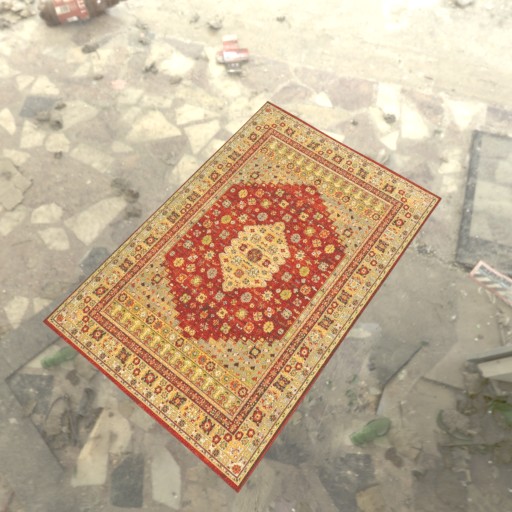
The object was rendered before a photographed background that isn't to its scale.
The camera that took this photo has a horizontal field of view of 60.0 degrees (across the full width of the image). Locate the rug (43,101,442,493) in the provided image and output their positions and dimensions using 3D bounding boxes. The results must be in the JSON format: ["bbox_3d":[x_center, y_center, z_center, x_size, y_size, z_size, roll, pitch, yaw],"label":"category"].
[{"bbox_3d":[0.000,0.000,2.279,1.194,0.013,1.802,34,68,16],"label":"rug"}]
